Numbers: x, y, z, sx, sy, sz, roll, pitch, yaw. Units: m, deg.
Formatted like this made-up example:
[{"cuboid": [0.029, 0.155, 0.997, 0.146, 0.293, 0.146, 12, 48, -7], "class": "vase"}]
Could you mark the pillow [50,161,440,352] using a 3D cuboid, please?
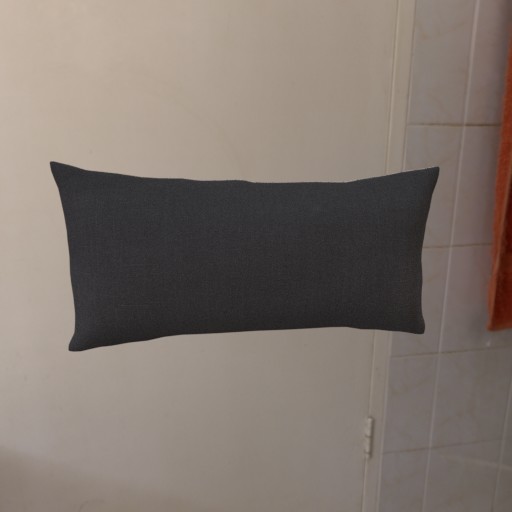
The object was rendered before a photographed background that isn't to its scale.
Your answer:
[{"cuboid": [0.000, 0.000, 0.722, 0.609, 0.305, 0.151, -2, 14, -8], "class": "pillow"}]
